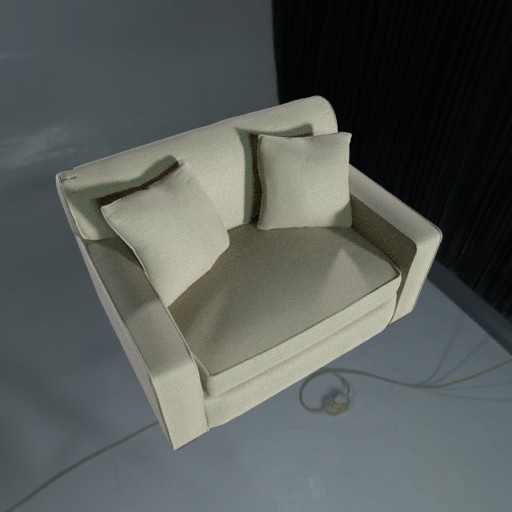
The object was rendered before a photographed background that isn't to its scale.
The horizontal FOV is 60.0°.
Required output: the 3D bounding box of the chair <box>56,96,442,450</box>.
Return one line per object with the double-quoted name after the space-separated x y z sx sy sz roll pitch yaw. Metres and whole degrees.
0.000 0.000 2.074 1.383 0.948 1.000 -24 49 -22 "chair"
